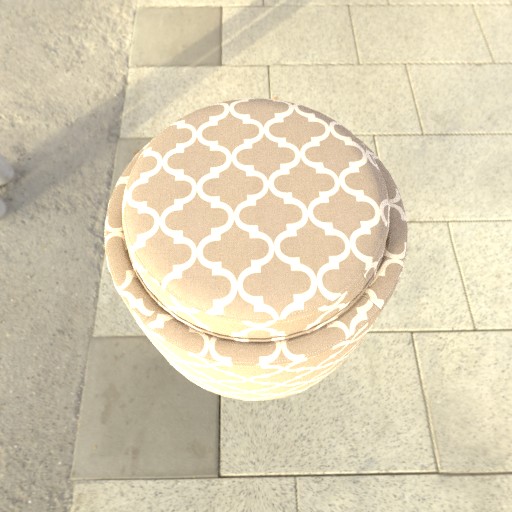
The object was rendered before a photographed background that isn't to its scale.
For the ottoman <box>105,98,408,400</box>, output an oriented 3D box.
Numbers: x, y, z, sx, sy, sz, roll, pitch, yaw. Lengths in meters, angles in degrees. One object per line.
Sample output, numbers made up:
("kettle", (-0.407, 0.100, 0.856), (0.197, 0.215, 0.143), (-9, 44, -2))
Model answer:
("ottoman", (0.000, 0.000, 0.822), (0.480, 0.429, 0.480), (0, 64, 0))
